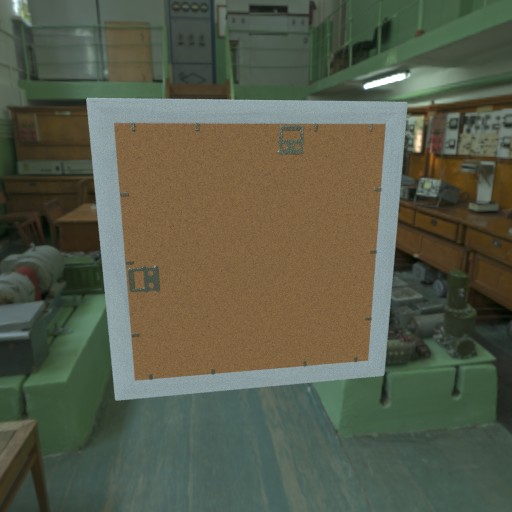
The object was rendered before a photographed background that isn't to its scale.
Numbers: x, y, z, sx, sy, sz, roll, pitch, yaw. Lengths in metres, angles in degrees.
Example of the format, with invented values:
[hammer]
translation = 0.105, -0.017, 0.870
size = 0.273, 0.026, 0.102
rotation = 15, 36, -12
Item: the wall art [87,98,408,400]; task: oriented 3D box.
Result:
[wall art]
translation = 0.000, 0.000, 0.880
size = 0.584, 0.584, 0.013
rotation = -3, 16, -9
